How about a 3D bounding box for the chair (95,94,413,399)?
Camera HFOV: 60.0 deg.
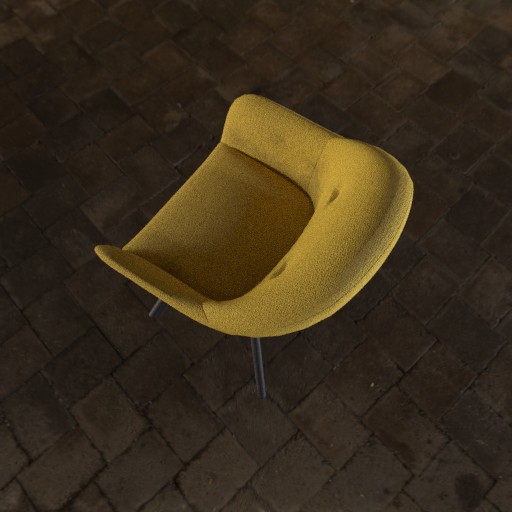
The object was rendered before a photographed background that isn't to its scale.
[{"bbox_3d":[0.000,0.000,1.144,0.565,0.775,0.545,32,68,14],"label":"chair"}]
